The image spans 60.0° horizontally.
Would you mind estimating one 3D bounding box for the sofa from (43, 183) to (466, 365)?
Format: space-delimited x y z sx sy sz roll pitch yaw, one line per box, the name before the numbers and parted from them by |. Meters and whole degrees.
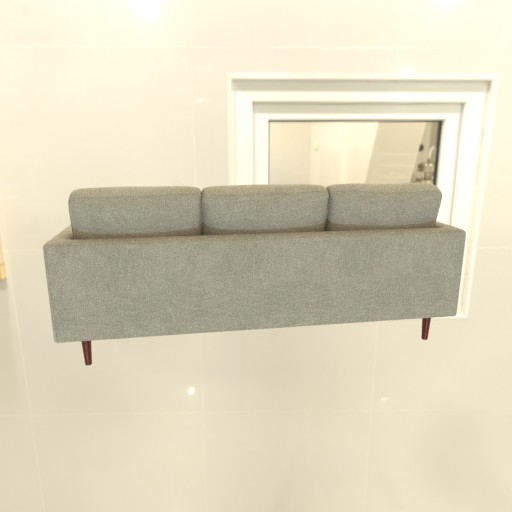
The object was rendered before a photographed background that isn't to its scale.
sofa | 0.000 0.000 2.754 2.246 0.930 0.903 -2 15 -9
